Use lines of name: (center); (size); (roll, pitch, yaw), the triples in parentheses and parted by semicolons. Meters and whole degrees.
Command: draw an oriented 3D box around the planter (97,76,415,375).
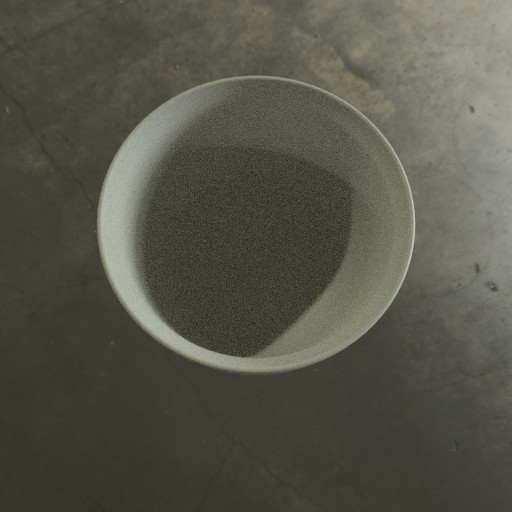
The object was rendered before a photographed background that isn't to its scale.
planter: (0.000, 0.000, 0.386); (0.204, 0.214, 0.204); (0, 74, 0)
